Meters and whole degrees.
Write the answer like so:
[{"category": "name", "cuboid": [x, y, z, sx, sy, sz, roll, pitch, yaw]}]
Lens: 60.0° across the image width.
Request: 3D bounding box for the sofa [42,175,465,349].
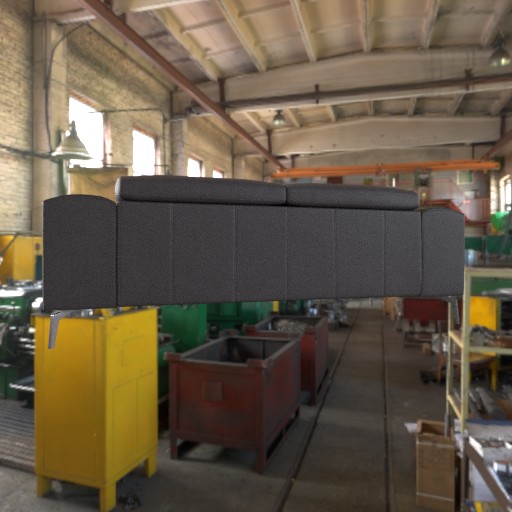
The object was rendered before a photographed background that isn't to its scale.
[{"category": "sofa", "cuboid": [0.000, 0.000, 2.781, 2.330, 0.814, 1.048, 0, 1, -18]}]
